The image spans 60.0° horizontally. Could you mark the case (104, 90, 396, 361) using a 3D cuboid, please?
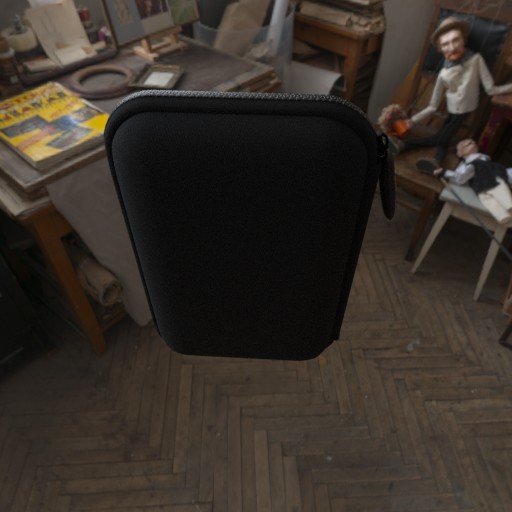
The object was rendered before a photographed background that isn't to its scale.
[{"bbox_3d":[0.000,0.000,0.194,0.107,0.147,0.030,2,46,2],"label":"case"}]
